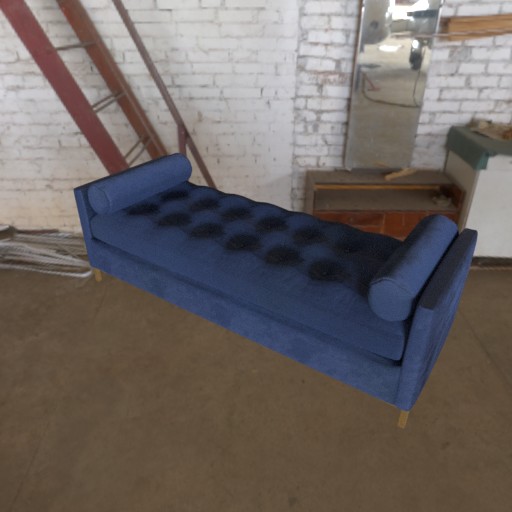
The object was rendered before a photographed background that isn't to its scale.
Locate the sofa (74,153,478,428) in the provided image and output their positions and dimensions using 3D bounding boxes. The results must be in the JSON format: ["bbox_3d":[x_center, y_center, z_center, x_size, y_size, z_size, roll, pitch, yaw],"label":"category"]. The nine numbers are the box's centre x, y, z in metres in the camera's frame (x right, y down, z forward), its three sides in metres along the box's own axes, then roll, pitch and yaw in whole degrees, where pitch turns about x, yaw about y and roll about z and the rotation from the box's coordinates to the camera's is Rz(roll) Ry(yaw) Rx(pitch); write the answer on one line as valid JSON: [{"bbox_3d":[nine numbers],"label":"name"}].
[{"bbox_3d":[0.000,0.000,2.508,2.102,0.705,0.796,19,36,29],"label":"sofa"}]
